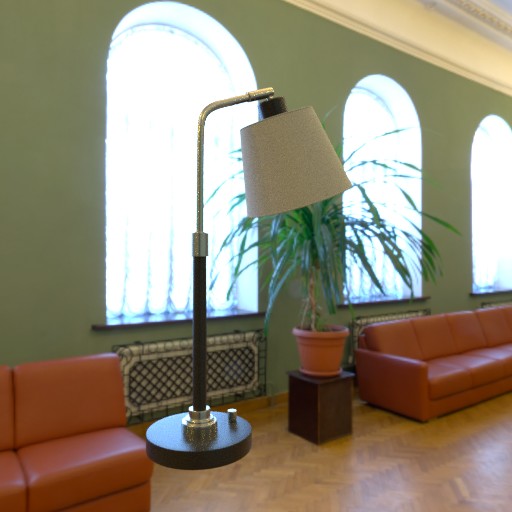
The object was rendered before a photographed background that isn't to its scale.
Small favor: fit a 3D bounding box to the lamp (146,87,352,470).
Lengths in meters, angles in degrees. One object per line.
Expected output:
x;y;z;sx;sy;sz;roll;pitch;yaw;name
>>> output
0.000;0.000;0.690;0.348;0.539;0.181;0;-1;-37;lamp
